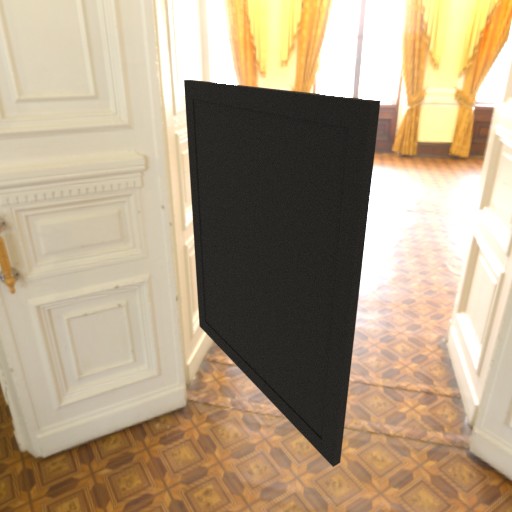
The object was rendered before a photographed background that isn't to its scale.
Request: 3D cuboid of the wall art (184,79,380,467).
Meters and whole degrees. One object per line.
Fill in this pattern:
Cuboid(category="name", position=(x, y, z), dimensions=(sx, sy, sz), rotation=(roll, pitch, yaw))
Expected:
Cuboid(category="wall art", position=(0.000, 0.000, 0.507), dimensions=(0.010, 0.361, 0.311), rotation=(-15, 29, -30))
